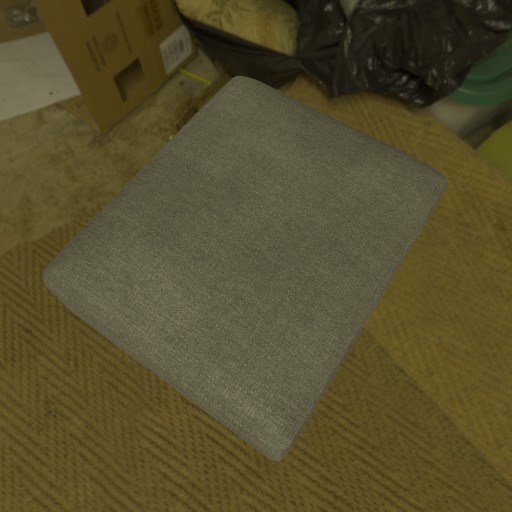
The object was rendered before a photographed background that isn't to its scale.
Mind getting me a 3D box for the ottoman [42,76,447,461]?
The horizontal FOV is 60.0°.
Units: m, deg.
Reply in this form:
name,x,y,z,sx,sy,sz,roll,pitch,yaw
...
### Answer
name,x,y,z,sx,sy,sz,roll,pitch,yaw
ottoman,0.000,0.000,1.247,0.693,0.474,0.821,32,68,14
